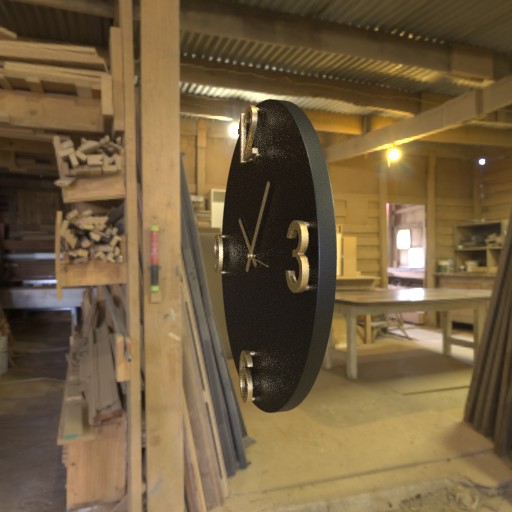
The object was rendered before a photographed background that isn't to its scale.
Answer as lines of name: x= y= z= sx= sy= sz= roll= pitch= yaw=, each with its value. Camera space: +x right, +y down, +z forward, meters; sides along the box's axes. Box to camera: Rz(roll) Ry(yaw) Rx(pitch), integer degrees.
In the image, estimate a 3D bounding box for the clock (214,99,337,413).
clock: x=0.000 y=0.000 z=0.676 sx=0.038 sy=0.454 sz=0.454 roll=0 pitch=0 yaw=-17
